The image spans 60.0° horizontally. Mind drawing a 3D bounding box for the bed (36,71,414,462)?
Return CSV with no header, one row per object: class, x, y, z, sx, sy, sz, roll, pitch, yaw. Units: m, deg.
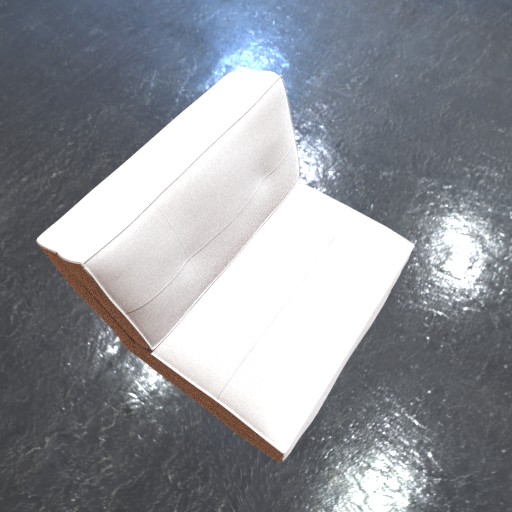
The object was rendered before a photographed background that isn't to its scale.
bed,0.000,0.000,1.301,0.749,0.614,0.799,31,63,18
